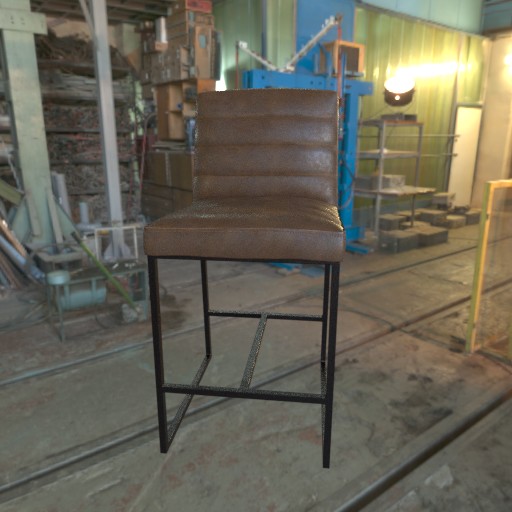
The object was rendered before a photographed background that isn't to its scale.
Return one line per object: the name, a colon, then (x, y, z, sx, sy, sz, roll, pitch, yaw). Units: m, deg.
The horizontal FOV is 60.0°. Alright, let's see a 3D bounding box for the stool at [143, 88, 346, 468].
stool: (0.000, 0.000, 1.256, 0.463, 0.942, 0.562, 2, 15, 7)
